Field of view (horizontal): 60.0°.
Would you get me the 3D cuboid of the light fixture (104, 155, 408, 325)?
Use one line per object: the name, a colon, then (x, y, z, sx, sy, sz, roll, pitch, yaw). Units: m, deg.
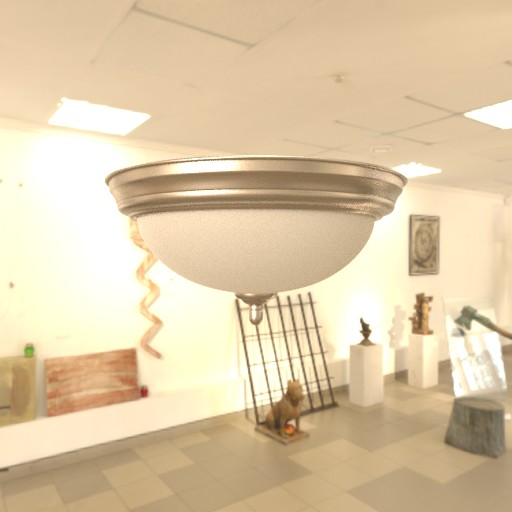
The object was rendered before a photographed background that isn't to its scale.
light fixture: (0.000, 0.000, 0.432, 0.280, 0.135, 0.280, 0, 0, 0)
